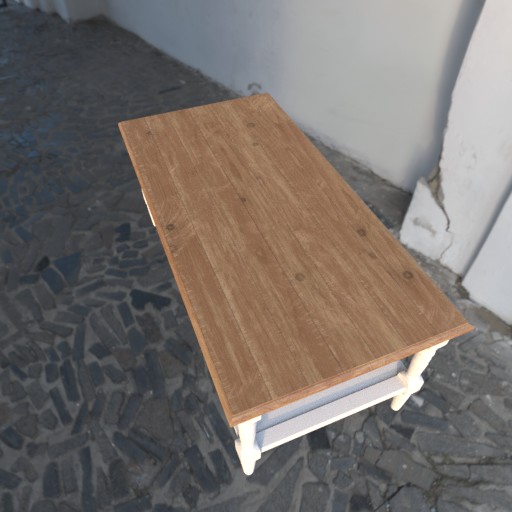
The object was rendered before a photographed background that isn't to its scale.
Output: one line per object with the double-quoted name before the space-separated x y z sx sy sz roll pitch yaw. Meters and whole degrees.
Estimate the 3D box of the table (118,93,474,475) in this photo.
"table" 0.000 0.000 1.391 0.559 0.458 1.118 -17 50 -15
